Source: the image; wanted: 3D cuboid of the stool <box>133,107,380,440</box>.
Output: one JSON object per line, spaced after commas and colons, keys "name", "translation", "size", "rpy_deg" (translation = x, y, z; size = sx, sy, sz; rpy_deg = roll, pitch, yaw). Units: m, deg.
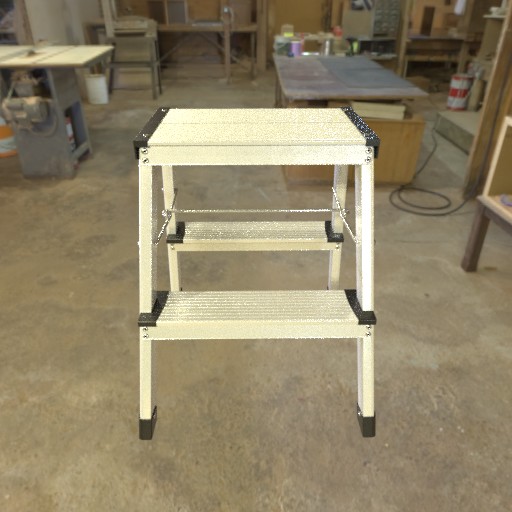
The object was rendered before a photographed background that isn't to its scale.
{"name": "stool", "translation": [0.000, 0.000, 0.801], "size": [0.404, 0.480, 0.405], "rpy_deg": [0, 30, -1]}
